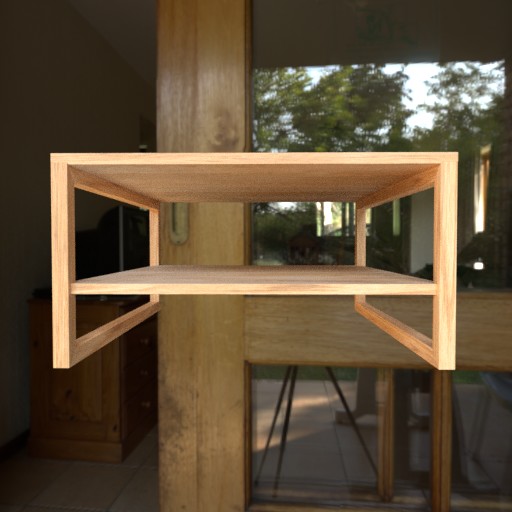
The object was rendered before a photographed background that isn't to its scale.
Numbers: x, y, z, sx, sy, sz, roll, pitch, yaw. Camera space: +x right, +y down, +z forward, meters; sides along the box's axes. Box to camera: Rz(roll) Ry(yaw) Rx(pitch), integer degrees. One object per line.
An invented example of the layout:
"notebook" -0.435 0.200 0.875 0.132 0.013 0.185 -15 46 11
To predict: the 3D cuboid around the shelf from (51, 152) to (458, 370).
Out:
"shelf" 0.000 0.000 1.432 0.899 0.480 0.899 0 2 1
